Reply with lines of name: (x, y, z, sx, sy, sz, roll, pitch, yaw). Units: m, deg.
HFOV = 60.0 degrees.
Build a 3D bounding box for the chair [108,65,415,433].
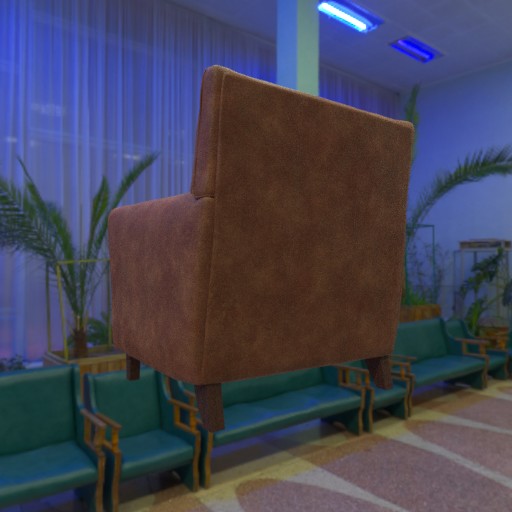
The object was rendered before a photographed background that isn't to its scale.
chair: (0.000, 0.000, 1.632, 0.870, 0.943, 0.823, 1, -2, -35)
